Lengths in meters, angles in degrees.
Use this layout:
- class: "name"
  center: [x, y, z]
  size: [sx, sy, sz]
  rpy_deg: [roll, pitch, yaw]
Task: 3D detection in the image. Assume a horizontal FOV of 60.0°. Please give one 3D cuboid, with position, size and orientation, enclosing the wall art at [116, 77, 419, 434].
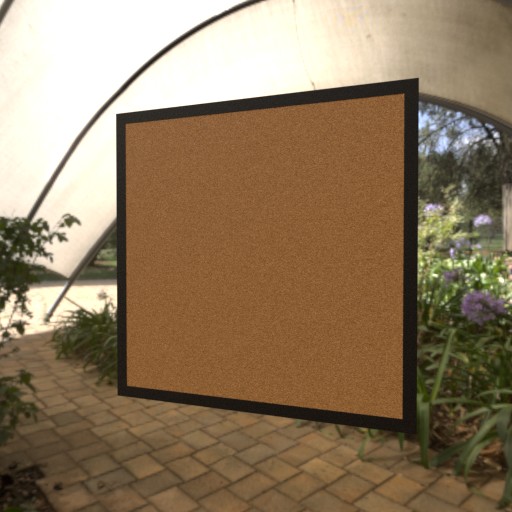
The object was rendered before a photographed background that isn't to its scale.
- class: "wall art"
  center: [0.000, 0.000, 0.445]
  size: [0.305, 0.304, 0.038]
  rpy_deg: [0, 1, 19]
